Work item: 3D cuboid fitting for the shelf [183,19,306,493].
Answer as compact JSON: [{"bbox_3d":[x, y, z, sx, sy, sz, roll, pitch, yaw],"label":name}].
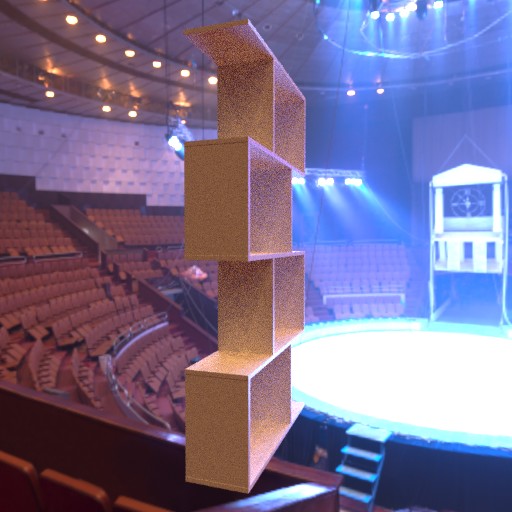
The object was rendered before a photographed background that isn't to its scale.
[{"bbox_3d":[0.000,0.000,2.000,0.250,1.650,0.890,1,2,19],"label":"shelf"}]
